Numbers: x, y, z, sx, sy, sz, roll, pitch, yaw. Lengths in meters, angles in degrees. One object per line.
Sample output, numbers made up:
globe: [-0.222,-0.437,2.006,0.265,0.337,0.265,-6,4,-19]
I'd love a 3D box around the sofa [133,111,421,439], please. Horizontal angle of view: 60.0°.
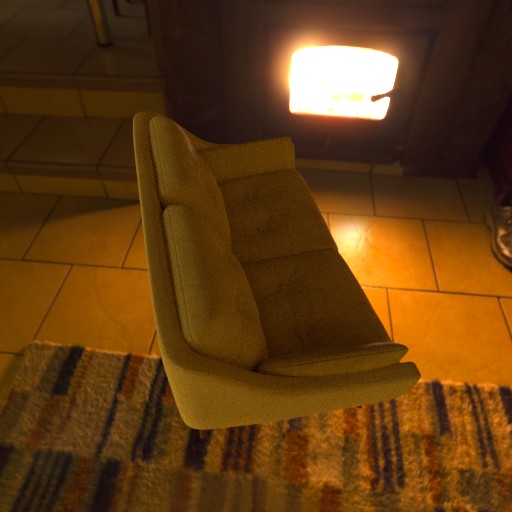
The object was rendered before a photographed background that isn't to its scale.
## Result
sofa: [0.000,0.000,2.173,0.965,0.888,1.652,-10,48,-10]
